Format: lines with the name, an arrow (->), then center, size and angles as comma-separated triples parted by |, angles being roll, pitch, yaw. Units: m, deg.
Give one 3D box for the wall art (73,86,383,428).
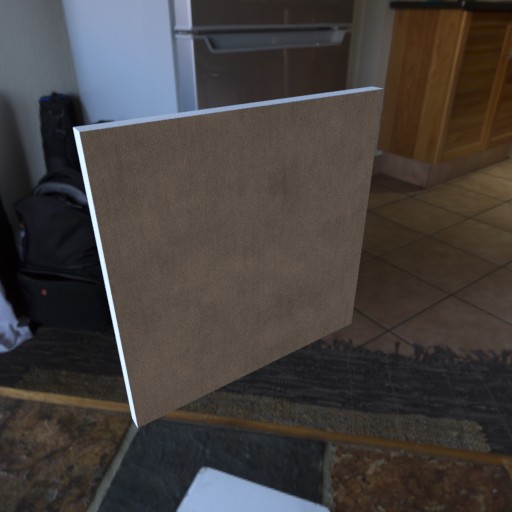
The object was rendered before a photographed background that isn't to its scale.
wall art -> 0.000, 0.000, 0.687 | 0.455, 0.453, 0.023 | -19, 35, -29
